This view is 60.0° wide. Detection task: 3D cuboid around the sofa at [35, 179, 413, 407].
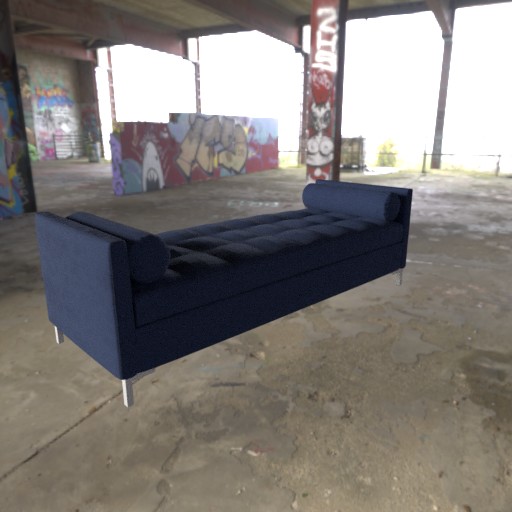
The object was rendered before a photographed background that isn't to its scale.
[{"bbox_3d":[0.000,0.000,2.530,2.102,0.657,0.797,-14,21,-41],"label":"sofa"}]
